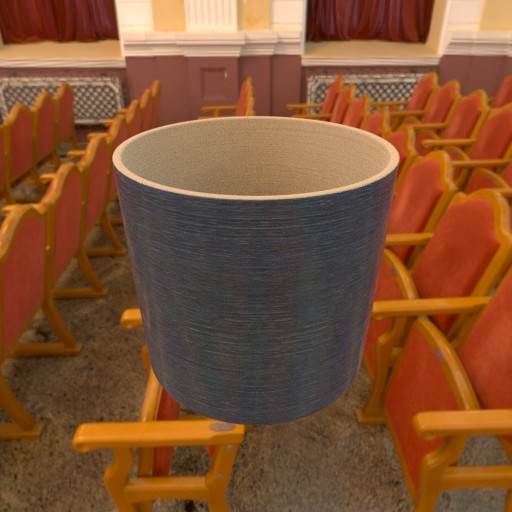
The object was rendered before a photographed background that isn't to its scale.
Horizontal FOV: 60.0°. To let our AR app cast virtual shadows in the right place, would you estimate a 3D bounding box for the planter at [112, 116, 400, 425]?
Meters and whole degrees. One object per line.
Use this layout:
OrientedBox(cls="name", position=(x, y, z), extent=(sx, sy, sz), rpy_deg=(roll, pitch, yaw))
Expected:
OrientedBox(cls="planter", position=(0.000, 0.000, 0.404), extent=(0.221, 0.201, 0.221), rpy_deg=(0, 30, 0))
